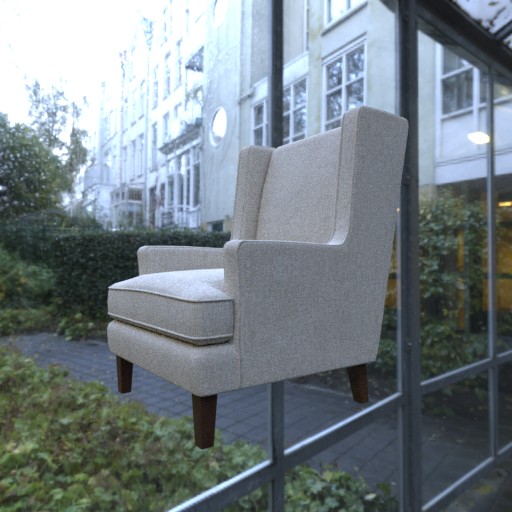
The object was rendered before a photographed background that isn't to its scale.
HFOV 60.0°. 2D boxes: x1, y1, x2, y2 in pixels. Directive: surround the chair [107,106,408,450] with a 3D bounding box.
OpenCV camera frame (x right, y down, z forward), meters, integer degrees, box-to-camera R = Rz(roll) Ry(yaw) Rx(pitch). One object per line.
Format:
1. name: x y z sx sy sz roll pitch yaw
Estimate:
1. chair: 0.000 0.000 1.755 0.948 1.082 0.764 0 -1 -36
